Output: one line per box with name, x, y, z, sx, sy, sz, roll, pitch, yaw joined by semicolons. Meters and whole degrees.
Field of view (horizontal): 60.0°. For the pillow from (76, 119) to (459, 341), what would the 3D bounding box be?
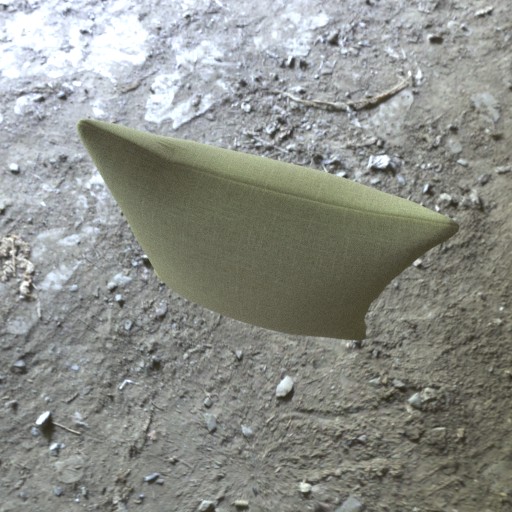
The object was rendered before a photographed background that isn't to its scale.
pillow;0.000;0.000;0.631;0.414;0.399;0.173;17;65;8
